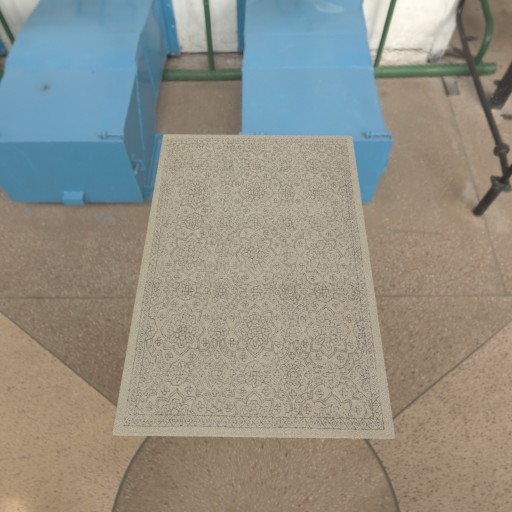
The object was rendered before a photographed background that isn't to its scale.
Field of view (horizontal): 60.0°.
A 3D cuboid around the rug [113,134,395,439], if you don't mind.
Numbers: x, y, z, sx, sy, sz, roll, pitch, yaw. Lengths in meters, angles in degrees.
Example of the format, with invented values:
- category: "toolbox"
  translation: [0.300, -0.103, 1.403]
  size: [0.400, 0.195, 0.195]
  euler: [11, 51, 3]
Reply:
- category: "rug"
  translation: [0.000, 0.000, 2.386]
  size: [1.219, 0.010, 1.829]
  euler: [1, 59, 0]
